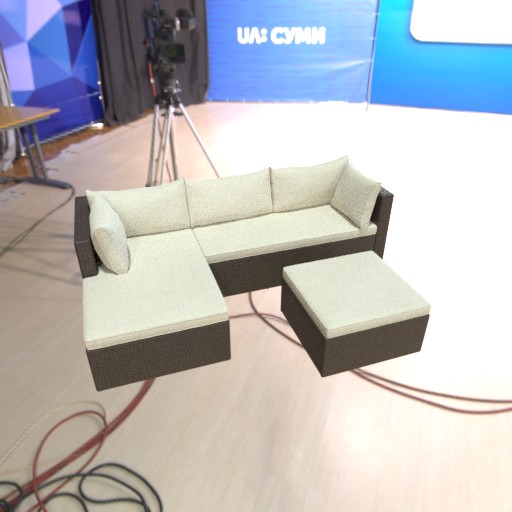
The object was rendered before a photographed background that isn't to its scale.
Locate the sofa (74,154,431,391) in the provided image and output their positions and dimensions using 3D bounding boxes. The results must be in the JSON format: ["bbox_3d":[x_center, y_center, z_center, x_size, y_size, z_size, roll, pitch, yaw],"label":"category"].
[{"bbox_3d":[0.000,0.000,2.946,2.192,0.766,1.612,-10,33,-16],"label":"sofa"}]
